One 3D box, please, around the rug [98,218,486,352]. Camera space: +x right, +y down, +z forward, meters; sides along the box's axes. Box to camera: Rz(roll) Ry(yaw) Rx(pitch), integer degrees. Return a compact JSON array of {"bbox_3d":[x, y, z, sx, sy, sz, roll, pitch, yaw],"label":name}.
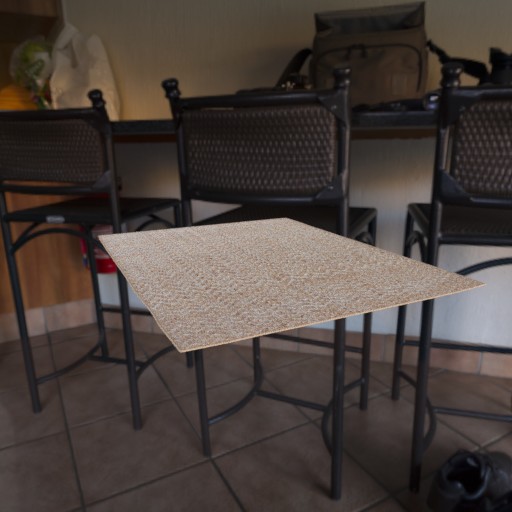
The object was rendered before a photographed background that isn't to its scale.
[{"bbox_3d":[0.000,0.000,4.140,2.439,0.013,3.048,-8,17,-25],"label":"rug"}]
